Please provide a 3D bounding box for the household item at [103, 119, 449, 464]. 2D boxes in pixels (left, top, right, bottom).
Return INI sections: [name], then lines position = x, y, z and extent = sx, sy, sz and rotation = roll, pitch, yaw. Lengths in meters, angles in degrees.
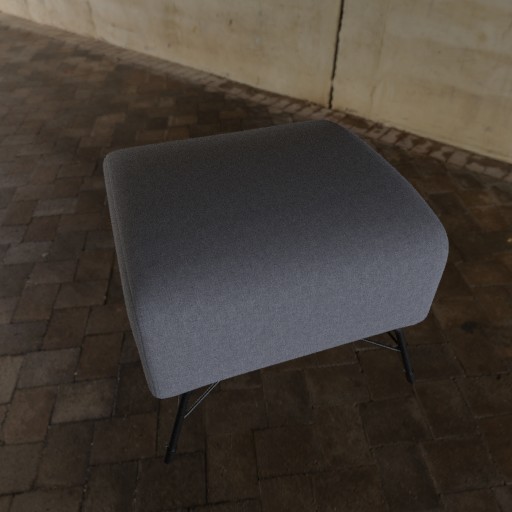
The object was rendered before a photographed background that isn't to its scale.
[household item]
position = 0.000, 0.000, 0.914
extent = 0.530, 0.410, 0.530
rotation = -13, 43, -14
